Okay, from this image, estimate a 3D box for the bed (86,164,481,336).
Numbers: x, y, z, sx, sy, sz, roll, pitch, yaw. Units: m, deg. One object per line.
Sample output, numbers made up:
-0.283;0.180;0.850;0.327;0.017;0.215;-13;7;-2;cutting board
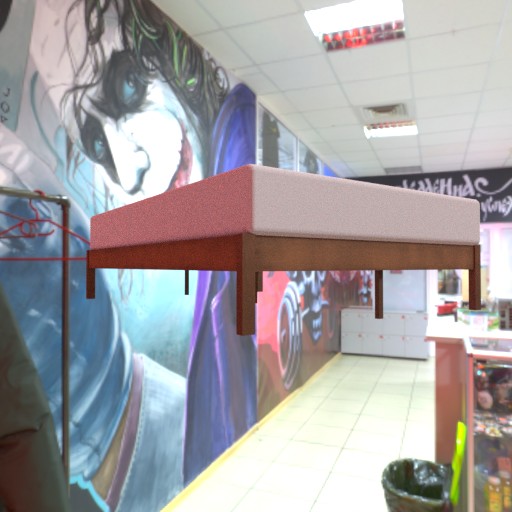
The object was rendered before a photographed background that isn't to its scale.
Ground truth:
0.000;0.000;2.770;1.529;0.593;2.050;1;-1;-35;bed
